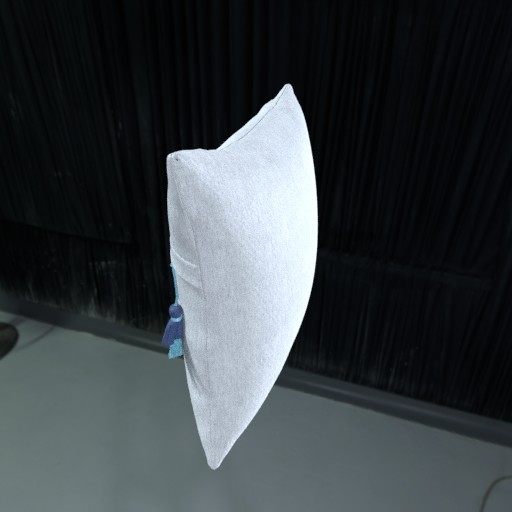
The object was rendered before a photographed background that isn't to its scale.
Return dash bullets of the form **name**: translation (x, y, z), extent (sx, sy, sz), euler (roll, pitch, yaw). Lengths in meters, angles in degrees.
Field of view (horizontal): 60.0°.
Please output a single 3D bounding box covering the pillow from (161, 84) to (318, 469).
- **pillow**: translation (0.000, 0.000, 0.678), extent (0.173, 0.436, 0.433), euler (9, 31, 15)
